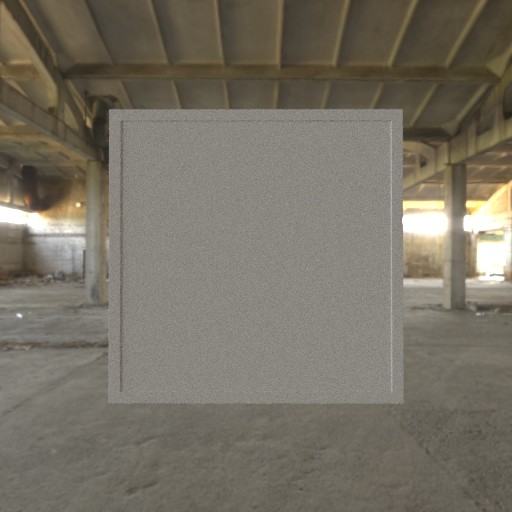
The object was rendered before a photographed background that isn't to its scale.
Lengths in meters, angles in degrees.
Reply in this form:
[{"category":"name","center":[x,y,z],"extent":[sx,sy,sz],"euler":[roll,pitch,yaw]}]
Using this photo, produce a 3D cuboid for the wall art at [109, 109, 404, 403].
[{"category":"wall art","center":[0.000,0.000,1.002],"extent":[0.660,0.660,0.015],"euler":[0,0,0]}]
